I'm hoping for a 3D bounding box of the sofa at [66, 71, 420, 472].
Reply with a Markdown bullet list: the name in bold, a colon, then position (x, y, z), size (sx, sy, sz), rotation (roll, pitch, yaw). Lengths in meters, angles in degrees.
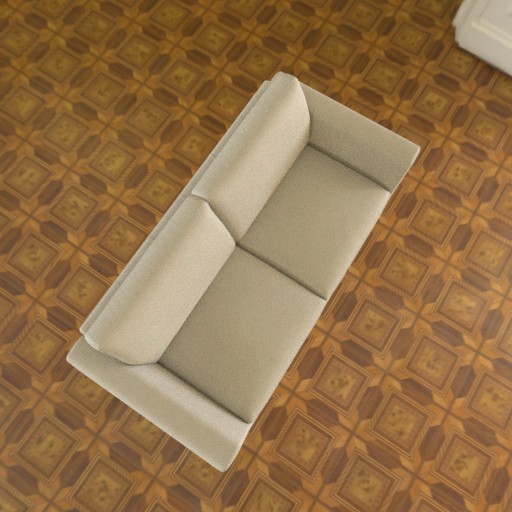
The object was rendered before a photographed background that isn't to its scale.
- **sofa**: position (0.000, 0.000, 2.494), size (0.953, 0.875, 2.017), rotation (32, 76, 9)
